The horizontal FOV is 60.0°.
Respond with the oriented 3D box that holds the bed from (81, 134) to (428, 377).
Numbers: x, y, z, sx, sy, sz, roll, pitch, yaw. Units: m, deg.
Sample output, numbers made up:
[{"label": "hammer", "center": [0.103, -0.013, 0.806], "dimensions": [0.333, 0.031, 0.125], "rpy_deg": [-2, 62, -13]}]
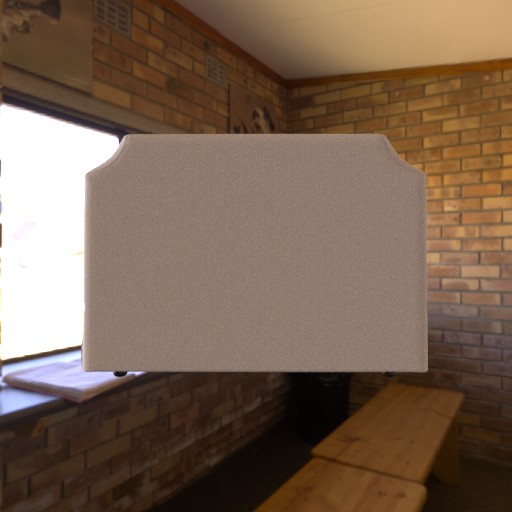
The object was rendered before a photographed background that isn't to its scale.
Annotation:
[{"label": "bed", "center": [0.000, 0.000, 3.561], "dimensions": [1.977, 1.293, 2.498], "rpy_deg": [0, 0, 0]}]
